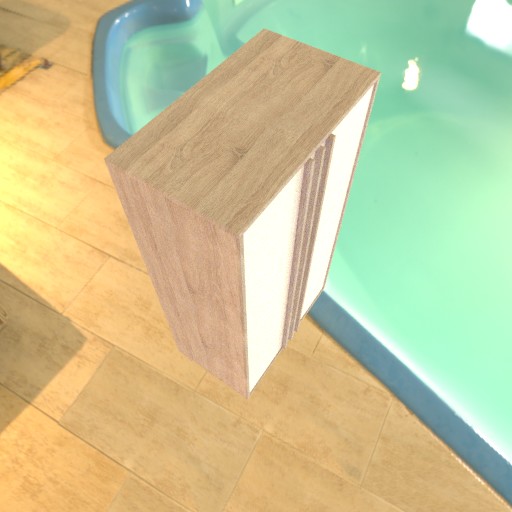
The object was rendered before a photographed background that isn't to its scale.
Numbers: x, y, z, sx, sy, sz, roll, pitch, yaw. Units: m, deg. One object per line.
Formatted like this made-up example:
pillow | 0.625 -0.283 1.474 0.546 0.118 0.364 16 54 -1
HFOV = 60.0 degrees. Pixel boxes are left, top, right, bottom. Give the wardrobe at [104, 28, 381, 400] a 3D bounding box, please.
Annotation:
wardrobe | 0.000 0.000 2.492 0.600 1.960 1.000 30 61 18
